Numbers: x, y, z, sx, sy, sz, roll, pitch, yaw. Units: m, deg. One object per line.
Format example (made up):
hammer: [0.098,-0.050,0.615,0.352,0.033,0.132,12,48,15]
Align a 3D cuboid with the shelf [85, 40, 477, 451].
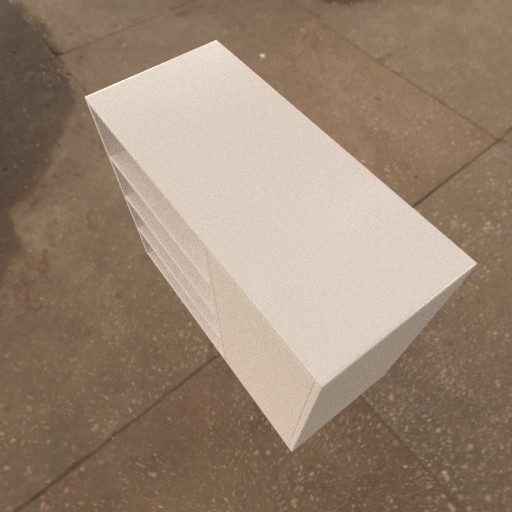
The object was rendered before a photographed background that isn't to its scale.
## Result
shelf: [0.000,0.000,1.287,0.396,0.732,0.895,-33,64,-18]
